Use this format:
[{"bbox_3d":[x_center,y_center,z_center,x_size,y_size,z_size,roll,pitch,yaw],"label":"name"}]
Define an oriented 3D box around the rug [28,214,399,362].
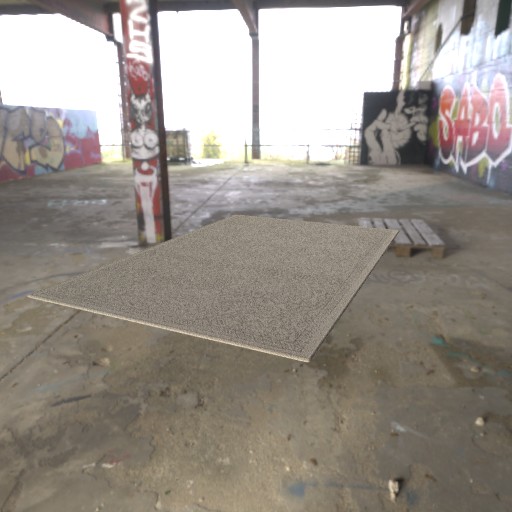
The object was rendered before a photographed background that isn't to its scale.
[{"bbox_3d":[0.000,0.000,2.360,1.219,0.010,1.829,8,19,24],"label":"rug"}]
